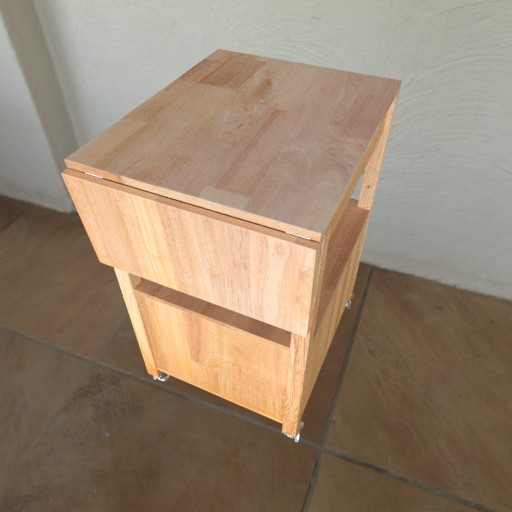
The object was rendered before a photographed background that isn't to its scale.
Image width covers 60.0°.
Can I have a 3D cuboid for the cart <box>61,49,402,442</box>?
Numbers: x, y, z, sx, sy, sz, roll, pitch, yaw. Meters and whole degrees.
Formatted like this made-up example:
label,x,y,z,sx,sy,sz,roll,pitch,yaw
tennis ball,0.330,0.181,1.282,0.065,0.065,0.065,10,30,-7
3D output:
label,x,y,z,sx,sy,sz,roll,pitch,yaw
cart,0.000,0.000,1.234,0.508,0.838,0.640,18,47,17
